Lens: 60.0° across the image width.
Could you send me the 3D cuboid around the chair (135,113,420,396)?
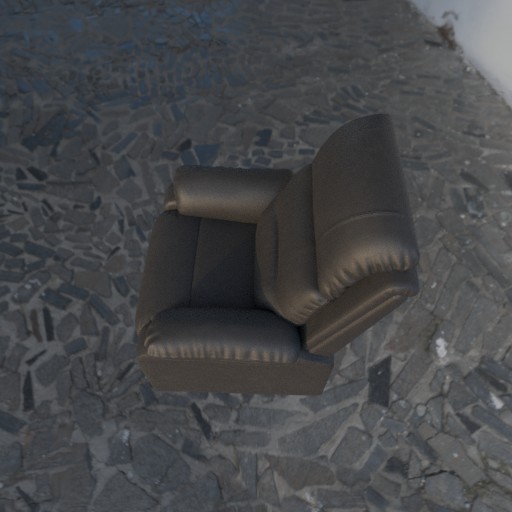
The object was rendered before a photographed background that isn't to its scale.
[{"bbox_3d":[0.000,0.000,1.690,0.919,0.992,0.855,1,57,1],"label":"chair"}]
